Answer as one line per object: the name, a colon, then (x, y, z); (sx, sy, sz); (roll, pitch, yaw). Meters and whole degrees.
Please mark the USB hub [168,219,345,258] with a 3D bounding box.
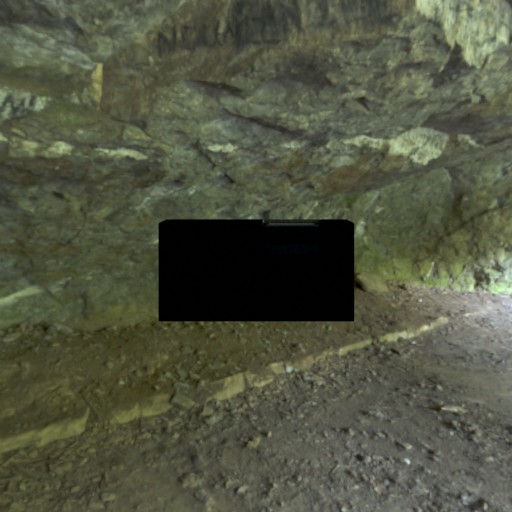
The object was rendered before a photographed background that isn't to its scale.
USB hub: (0.000, 0.000, 0.158); (0.044, 0.023, 0.145); (0, 3, 0)
